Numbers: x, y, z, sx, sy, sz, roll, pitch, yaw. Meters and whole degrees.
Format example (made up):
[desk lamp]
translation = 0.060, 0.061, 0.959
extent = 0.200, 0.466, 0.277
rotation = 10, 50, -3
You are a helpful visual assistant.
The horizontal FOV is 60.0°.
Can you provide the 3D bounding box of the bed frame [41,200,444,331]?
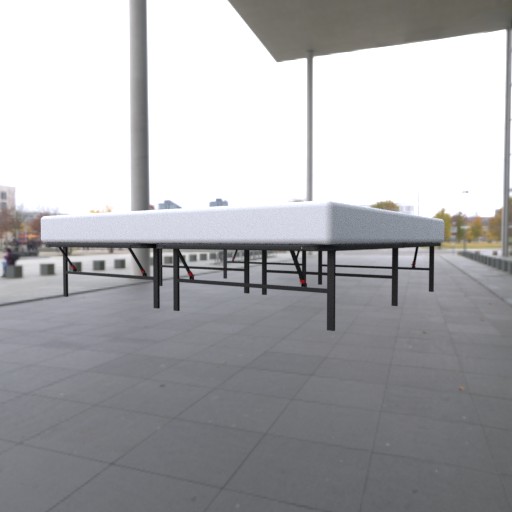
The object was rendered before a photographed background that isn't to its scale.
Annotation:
[bed frame]
translation = 0.000, 0.000, 3.047
extent = 2.033, 0.525, 1.935
rotation = 1, 3, 35
